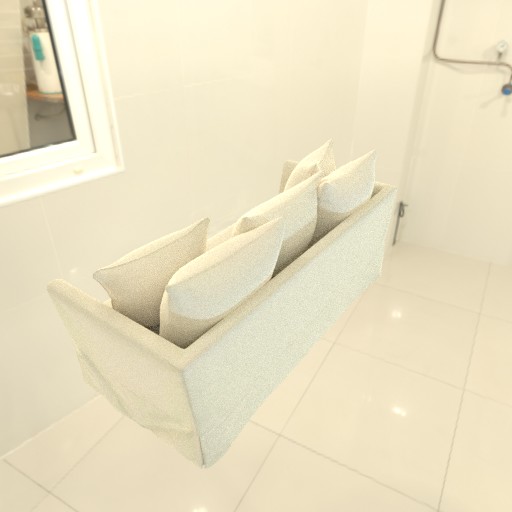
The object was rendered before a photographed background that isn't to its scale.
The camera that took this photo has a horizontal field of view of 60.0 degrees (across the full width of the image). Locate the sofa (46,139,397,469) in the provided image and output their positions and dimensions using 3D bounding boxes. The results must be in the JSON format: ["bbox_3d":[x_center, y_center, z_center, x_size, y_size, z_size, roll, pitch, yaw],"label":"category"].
[{"bbox_3d":[0.000,0.000,2.895,1.031,1.034,2.290,21,38,30],"label":"sofa"}]
